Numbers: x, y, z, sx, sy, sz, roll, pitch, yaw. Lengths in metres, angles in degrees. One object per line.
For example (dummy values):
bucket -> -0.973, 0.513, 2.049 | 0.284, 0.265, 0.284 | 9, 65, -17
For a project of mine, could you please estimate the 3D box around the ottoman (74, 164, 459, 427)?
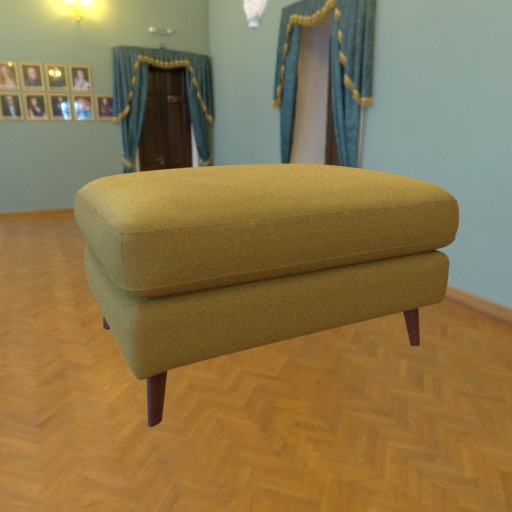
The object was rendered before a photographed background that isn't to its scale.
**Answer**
ottoman -> 0.000, 0.000, 1.144 | 0.811, 0.449, 0.608 | -8, 18, -27
